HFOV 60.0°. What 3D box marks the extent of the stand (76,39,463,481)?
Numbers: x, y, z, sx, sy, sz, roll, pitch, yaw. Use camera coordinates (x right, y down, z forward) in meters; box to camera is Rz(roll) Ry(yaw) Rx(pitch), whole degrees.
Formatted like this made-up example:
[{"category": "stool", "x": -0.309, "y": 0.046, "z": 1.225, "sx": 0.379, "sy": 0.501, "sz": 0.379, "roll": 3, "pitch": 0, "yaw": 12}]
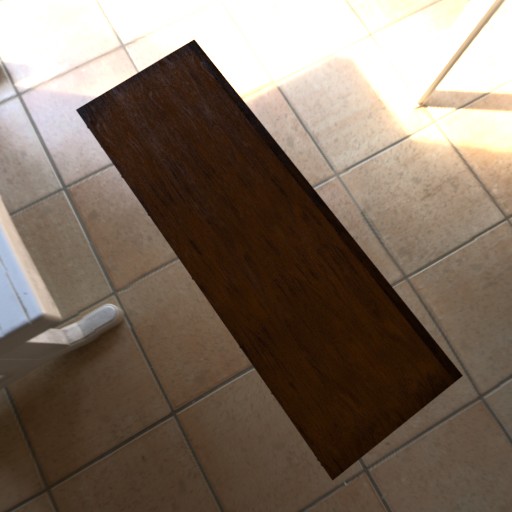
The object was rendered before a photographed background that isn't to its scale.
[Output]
[{"category": "stand", "x": 0.000, "y": 0.000, "z": 1.653, "sx": 0.481, "sy": 0.610, "sz": 1.372, "roll": -35, "pitch": 79, "yaw": -8}]
